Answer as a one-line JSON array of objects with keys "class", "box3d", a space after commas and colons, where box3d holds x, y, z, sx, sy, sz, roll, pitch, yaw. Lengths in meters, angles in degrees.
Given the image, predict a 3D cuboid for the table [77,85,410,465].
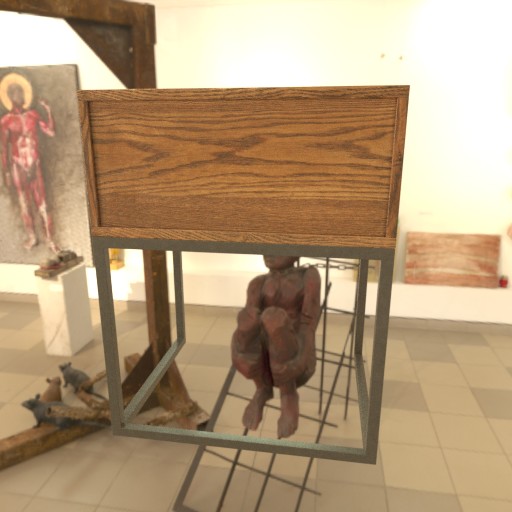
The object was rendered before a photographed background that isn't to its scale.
[{"class": "table", "box3d": [0.000, 0.000, 0.902, 0.482, 0.610, 0.400, 3, 16, 9]}]
